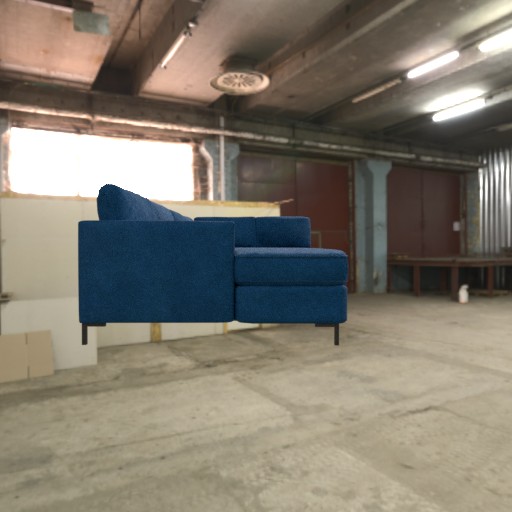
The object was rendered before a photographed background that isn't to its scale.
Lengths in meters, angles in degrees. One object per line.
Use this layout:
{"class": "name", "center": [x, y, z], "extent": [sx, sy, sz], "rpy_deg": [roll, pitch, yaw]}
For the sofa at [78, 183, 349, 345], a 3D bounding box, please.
{"class": "sofa", "center": [0.000, 0.000, 4.247], "extent": [2.055, 0.992, 3.434], "rpy_deg": [0, 1, 0]}
